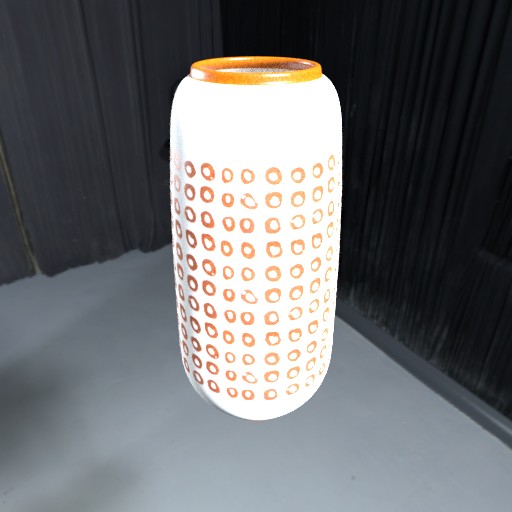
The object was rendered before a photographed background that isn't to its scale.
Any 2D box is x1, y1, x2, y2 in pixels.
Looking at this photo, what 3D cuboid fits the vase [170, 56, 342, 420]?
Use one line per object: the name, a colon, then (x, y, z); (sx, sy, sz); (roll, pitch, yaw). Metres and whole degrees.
vase: (0.000, 0.000, 0.352); (0.133, 0.282, 0.133); (0, 30, 0)
